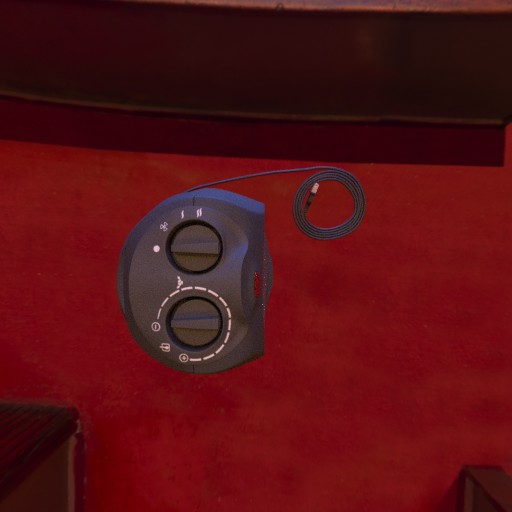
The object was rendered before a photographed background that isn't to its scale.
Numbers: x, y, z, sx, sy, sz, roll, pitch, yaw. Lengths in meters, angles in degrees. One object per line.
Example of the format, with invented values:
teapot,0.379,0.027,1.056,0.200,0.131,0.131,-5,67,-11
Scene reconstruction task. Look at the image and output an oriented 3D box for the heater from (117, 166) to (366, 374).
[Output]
heater,0.000,0.000,0.477,0.291,0.240,0.239,0,90,1
